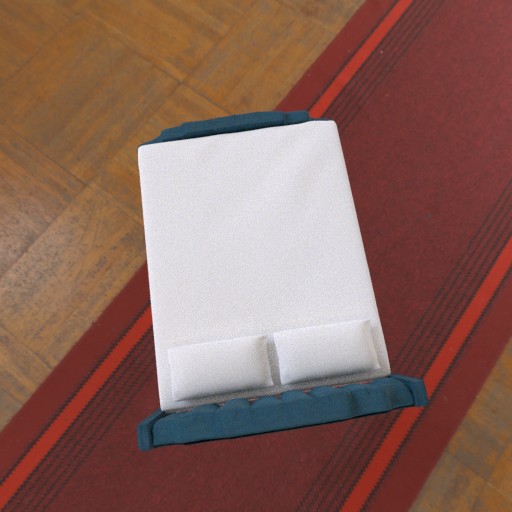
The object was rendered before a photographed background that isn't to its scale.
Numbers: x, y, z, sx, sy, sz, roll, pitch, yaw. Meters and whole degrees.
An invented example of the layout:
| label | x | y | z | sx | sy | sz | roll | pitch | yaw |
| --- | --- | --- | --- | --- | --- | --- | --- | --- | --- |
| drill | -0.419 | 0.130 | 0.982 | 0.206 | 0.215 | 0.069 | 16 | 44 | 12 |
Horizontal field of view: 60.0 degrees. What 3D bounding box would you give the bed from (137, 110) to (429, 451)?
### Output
| label | x | y | z | sx | sy | sz | roll | pitch | yaw |
| --- | --- | --- | --- | --- | --- | --- | --- | --- | --- |
| bed | 0.000 | 0.000 | 3.269 | 1.676 | 1.351 | 2.322 | -8 | 75 | -2 |
